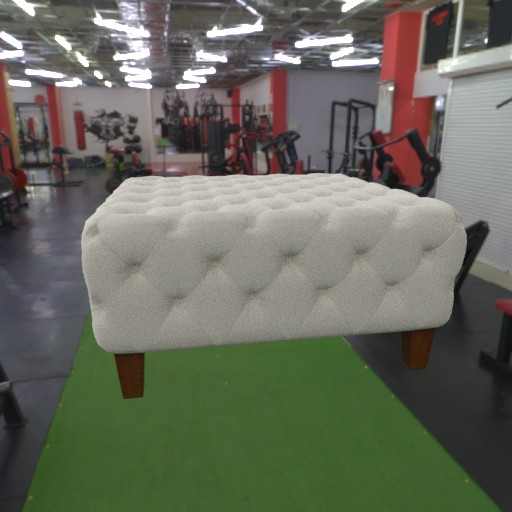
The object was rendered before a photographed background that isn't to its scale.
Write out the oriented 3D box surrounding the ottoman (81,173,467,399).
[{"bbox_3d":[0.000,0.000,1.195,0.755,0.376,0.753,-3,16,-10],"label":"ottoman"}]
